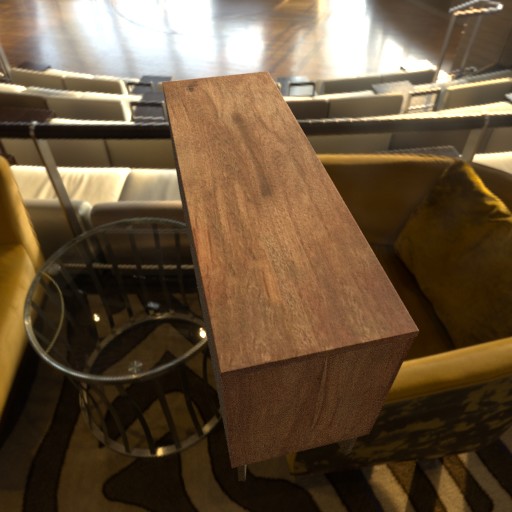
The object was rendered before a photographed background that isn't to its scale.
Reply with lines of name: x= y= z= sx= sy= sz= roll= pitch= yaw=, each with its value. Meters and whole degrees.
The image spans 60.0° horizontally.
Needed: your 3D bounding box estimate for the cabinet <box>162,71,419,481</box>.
cabinet: x=0.000 y=0.000 z=1.720 sx=0.480 sy=0.812 sz=1.373 roll=-10 pitch=47 yaw=-9
